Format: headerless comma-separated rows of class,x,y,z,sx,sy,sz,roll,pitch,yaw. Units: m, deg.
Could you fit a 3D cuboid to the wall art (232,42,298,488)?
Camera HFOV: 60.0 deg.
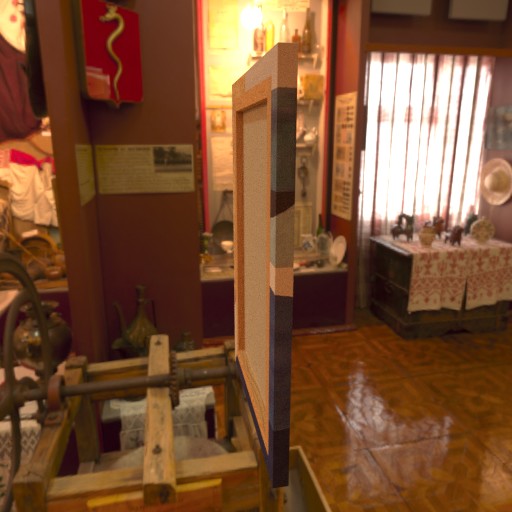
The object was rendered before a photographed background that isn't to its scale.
wall art,0.000,0.000,1.163,0.039,0.911,0.607,-3,15,-10
